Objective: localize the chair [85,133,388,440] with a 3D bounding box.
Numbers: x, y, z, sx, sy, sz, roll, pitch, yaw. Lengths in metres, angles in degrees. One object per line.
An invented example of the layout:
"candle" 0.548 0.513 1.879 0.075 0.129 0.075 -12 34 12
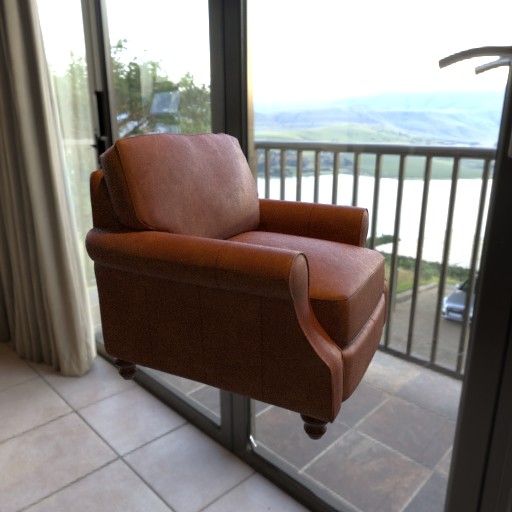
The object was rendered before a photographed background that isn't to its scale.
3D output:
"chair" 0.000 0.000 1.800 0.986 0.962 0.983 8 18 25
